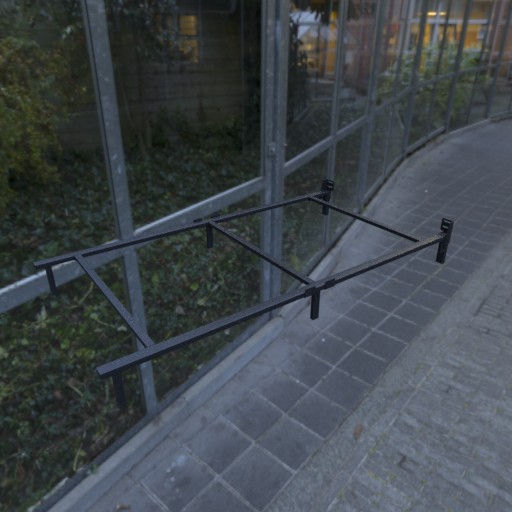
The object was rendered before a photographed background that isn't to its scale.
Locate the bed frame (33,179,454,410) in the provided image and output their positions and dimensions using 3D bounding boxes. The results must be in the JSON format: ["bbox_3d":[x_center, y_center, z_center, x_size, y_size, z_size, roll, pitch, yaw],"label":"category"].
[{"bbox_3d":[0.000,0.000,2.257,1.897,0.248,0.968,-18,31,-32],"label":"bed frame"}]
